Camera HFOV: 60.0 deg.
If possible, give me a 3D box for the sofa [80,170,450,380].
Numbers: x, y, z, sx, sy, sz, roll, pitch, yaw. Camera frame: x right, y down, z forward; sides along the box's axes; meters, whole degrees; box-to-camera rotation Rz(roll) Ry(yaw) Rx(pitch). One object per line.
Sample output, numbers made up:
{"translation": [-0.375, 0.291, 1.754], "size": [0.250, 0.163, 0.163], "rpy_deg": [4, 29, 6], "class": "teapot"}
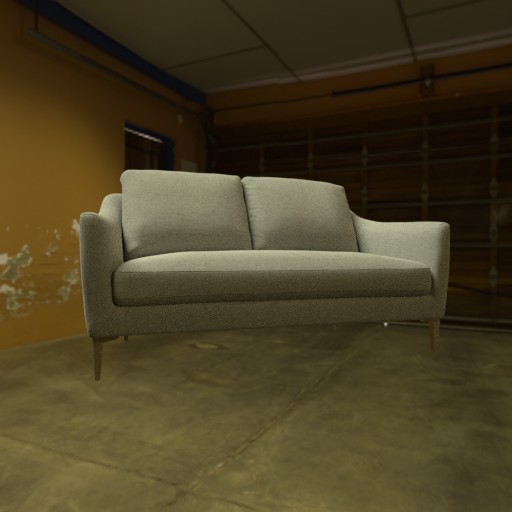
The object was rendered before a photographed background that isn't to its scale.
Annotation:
{"translation": [0.000, 0.000, 2.253], "size": [1.619, 0.904, 0.960], "rpy_deg": [0, 0, -18], "class": "sofa"}
